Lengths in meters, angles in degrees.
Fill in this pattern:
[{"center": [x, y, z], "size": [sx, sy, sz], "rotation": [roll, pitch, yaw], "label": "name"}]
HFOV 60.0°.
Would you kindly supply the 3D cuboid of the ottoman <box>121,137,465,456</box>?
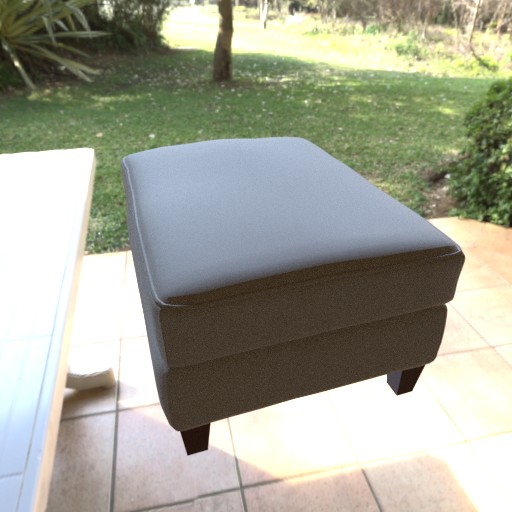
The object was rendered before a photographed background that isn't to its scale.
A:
[{"center": [0.000, 0.000, 1.199], "size": [0.634, 0.479, 0.818], "rotation": [-10, 33, -16], "label": "ottoman"}]
